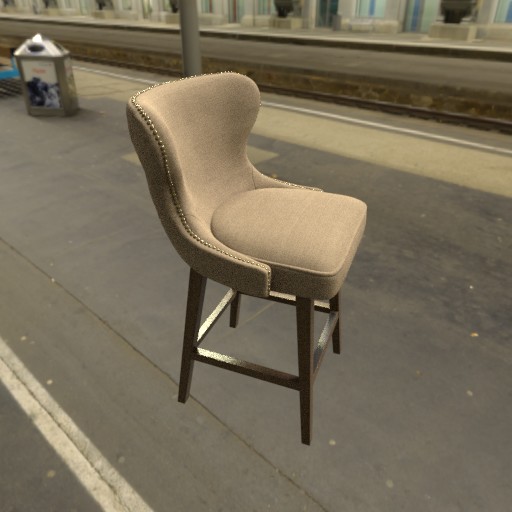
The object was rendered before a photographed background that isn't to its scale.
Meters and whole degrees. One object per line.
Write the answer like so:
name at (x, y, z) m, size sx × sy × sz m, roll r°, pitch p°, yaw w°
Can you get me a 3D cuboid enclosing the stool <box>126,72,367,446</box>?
stool at (0.000, 0.000, 1.359) m, size 0.597 × 0.972 × 0.615 m, roll 11°, pitch 32°, yaw 18°
